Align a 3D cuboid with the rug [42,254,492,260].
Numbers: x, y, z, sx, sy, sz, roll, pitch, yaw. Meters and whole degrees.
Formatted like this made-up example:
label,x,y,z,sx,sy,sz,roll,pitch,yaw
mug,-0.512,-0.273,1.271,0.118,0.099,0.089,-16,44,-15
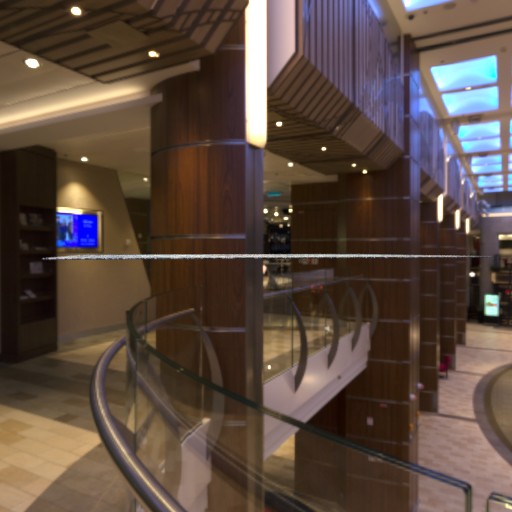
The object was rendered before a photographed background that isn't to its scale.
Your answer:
label,x,y,z,sx,sy,sz,roll,pitch,yaw
rug,0.000,0.000,2.291,1.828,0.005,1.219,0,1,-17
